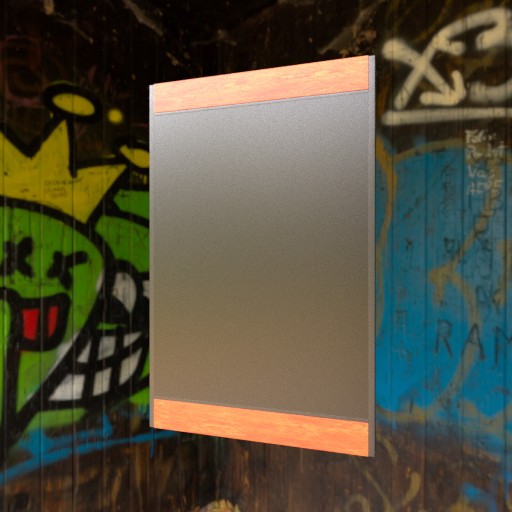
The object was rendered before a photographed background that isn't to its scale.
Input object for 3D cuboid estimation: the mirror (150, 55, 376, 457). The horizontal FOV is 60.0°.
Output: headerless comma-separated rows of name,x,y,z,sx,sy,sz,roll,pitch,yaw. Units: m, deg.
mirror,0.000,0.000,1.008,0.525,0.823,0.047,0,0,18
